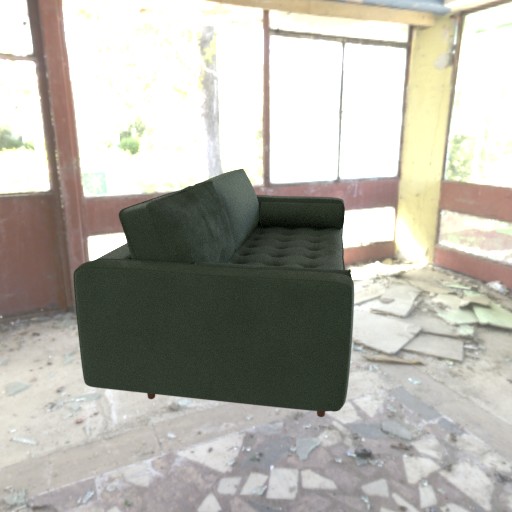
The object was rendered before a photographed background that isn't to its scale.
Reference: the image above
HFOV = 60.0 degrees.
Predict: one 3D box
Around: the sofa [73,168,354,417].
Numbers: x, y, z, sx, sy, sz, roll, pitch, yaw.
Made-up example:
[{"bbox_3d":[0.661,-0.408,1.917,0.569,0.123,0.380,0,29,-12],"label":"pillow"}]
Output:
[{"bbox_3d":[0.000,0.000,2.287,0.916,0.772,1.880,3,16,10],"label":"sofa"}]
